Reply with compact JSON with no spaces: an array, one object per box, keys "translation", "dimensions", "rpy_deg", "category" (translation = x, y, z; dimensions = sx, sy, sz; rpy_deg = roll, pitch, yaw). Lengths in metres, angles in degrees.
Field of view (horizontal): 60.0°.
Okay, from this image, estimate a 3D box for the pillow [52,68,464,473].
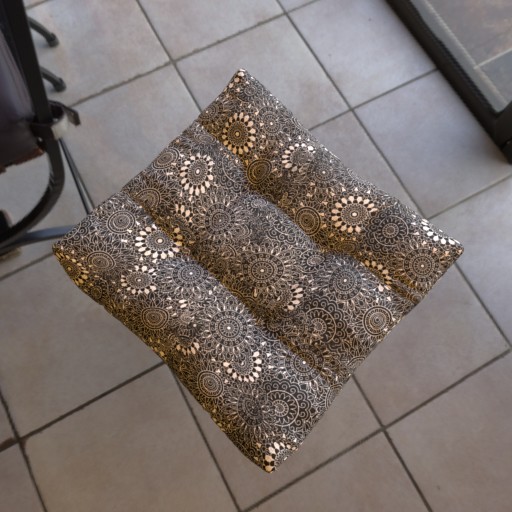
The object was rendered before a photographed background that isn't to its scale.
[{"translation":[0.000,0.000,0.730],"dimensions":[0.490,0.128,0.468],"rpy_deg":[42,79,10],"category":"pillow"}]
